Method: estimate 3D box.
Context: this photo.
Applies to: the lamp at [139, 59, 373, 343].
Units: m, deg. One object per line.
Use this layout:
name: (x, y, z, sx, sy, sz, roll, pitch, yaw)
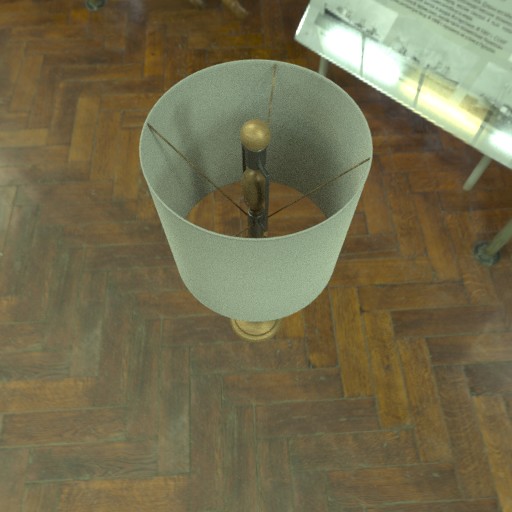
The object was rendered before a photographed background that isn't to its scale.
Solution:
lamp: (0.000, 0.000, 0.723, 0.250, 0.597, 0.250, 10, 63, 5)
